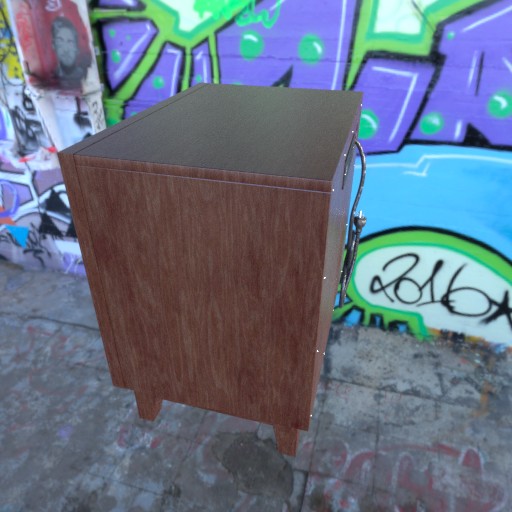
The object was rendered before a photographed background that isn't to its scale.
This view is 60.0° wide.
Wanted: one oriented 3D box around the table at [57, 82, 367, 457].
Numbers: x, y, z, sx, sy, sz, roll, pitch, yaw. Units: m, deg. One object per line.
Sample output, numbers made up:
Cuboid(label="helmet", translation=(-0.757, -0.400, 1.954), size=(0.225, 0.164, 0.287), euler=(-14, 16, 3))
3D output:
Cuboid(label="table", translation=(0.000, 0.000, 0.983), size=(0.449, 0.609, 0.557), euler=(8, 33, 13))
